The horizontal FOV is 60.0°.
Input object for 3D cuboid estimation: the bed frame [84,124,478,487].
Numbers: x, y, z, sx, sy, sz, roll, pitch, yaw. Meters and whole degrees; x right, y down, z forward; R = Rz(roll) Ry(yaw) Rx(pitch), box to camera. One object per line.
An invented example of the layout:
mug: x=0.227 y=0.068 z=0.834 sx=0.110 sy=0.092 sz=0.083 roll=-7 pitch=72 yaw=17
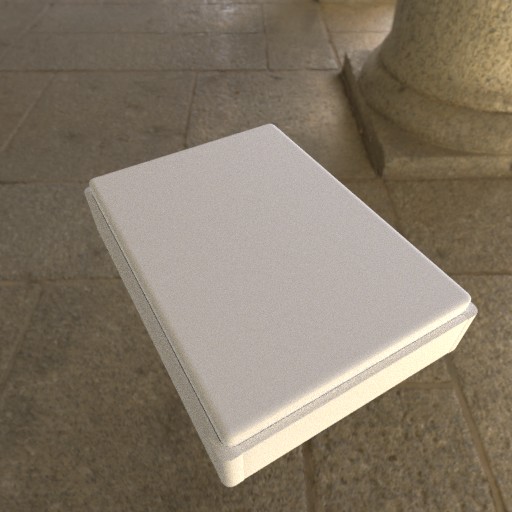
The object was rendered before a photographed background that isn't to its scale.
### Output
bed frame: x=0.000 y=0.000 z=2.529 sx=1.400 sy=0.406 sz=1.900 roll=-23 pitch=51 yaw=-20
